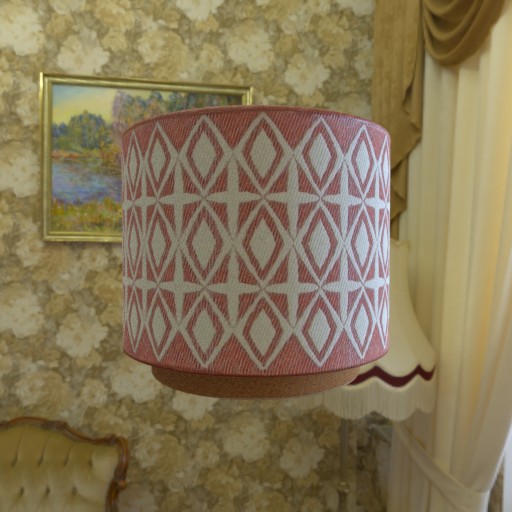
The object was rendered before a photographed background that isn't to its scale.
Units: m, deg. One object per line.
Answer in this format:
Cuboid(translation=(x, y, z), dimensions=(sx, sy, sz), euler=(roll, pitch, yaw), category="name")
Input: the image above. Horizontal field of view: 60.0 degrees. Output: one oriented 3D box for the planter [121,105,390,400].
Cuboid(translation=(0.000, 0.000, 0.473), dimensions=(0.273, 0.237, 0.273), euler=(0, 1, 0), category="planter")
